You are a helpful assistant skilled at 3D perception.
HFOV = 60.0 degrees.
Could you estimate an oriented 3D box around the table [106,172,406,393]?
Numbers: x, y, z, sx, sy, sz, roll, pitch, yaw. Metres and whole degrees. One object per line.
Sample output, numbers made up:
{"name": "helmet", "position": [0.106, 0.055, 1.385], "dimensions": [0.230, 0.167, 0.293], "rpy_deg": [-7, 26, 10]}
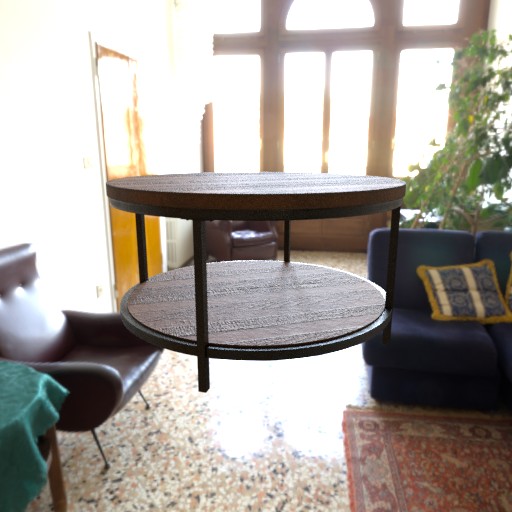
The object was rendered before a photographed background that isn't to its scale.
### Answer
{"name": "table", "position": [0.000, 0.000, 1.355], "dimensions": [0.837, 0.462, 0.837], "rpy_deg": [0, 14, 0]}
